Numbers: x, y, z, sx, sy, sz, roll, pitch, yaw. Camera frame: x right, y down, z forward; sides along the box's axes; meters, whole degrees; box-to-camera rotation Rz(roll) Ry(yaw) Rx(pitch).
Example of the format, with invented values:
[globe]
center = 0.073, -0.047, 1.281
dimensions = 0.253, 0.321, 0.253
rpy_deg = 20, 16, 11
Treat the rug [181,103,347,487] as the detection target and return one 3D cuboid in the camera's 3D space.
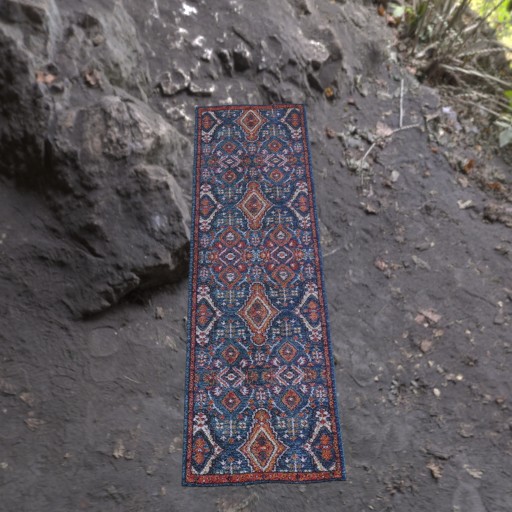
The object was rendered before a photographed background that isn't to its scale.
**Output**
[rug]
center = 0.000, 0.000, 2.674
dimensions = 0.801, 0.010, 2.459
rpy_deg = -2, 64, -1
